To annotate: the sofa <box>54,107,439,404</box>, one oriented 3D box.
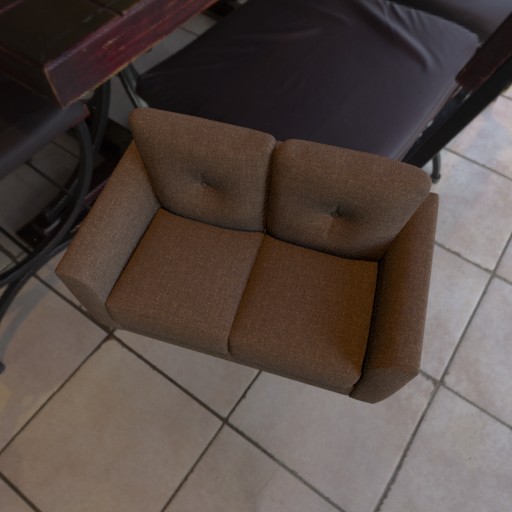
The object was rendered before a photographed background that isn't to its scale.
[{"bbox_3d":[0.000,0.000,1.981,1.423,0.885,0.851,14,60,8],"label":"sofa"}]
